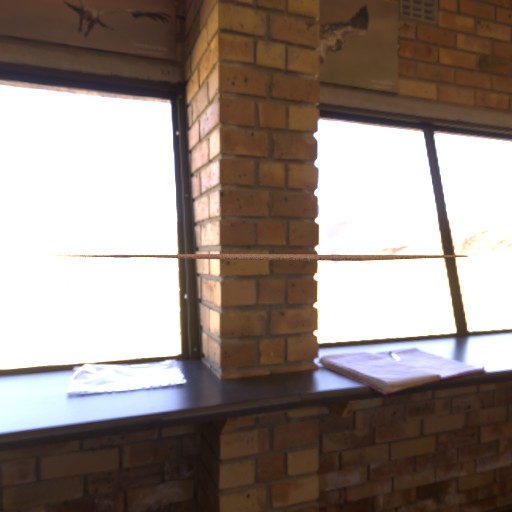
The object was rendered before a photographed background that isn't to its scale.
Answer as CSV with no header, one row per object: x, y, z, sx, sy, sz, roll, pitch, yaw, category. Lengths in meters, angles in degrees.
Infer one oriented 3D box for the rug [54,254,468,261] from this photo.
0.000,0.000,2.776,2.141,0.013,1.566,0,1,38,rug
